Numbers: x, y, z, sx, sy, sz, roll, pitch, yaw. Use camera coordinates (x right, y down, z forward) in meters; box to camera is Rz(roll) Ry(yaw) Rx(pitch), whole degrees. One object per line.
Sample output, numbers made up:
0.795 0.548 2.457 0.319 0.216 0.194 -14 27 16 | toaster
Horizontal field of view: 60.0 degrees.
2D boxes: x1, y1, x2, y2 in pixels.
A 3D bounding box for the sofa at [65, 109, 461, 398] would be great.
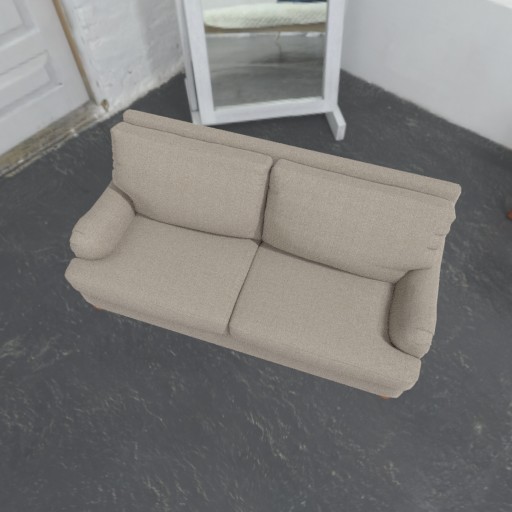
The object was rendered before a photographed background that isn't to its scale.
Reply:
0.000 0.000 2.778 2.160 1.054 1.087 15 59 9 | sofa
